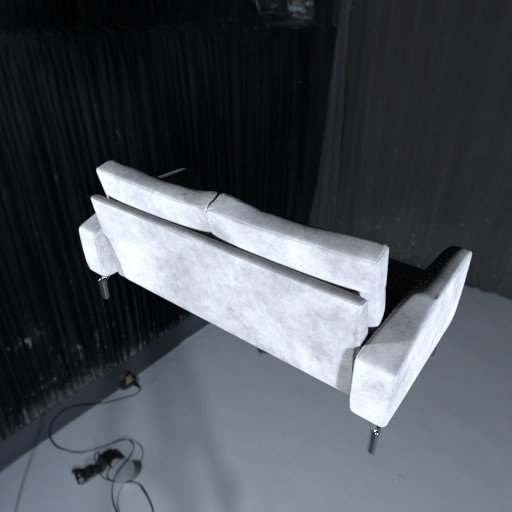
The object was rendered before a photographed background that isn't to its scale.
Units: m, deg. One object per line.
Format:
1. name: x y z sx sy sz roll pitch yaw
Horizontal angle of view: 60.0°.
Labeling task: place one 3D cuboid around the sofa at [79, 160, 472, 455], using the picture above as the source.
1. sofa: 0.000 0.000 2.270 1.837 0.859 0.849 21 36 32
